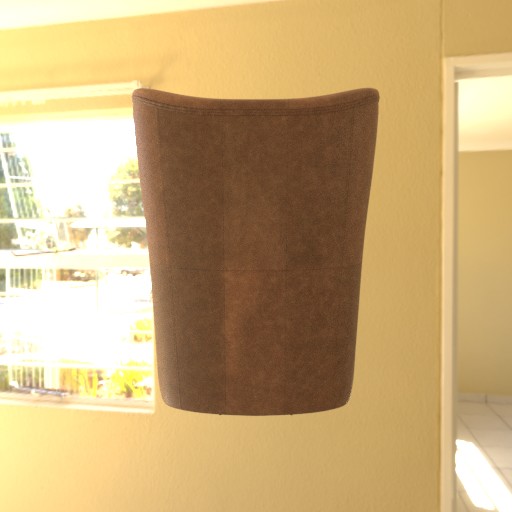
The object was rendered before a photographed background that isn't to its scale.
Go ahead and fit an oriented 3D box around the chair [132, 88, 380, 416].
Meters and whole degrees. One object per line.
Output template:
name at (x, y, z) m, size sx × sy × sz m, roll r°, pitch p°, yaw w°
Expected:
chair at (0.000, 0.000, 1.717) m, size 0.831 × 1.079 × 0.930 m, roll 0°, pitch 0°, yaw 0°
